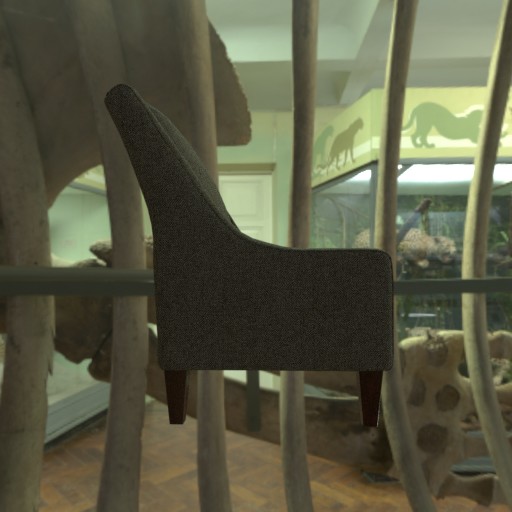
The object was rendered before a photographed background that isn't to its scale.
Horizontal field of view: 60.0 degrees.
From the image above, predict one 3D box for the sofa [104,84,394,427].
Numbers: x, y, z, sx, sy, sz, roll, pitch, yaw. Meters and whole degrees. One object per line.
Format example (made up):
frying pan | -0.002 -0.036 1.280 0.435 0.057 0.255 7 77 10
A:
sofa | 0.000 0.000 1.898 0.870 1.021 1.242 0 -1 2
